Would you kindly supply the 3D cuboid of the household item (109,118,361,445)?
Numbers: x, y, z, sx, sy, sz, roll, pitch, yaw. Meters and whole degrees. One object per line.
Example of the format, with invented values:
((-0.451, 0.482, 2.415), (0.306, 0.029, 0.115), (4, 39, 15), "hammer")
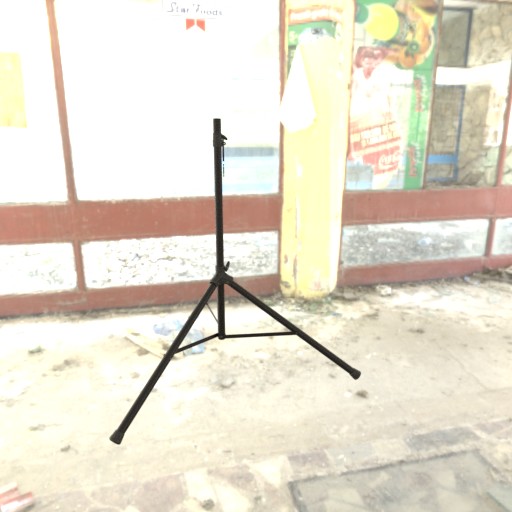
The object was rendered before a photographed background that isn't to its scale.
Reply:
((0.000, 0.000, 2.683), (1.339, 1.595, 1.596), (2, 15, 7), "household item")
